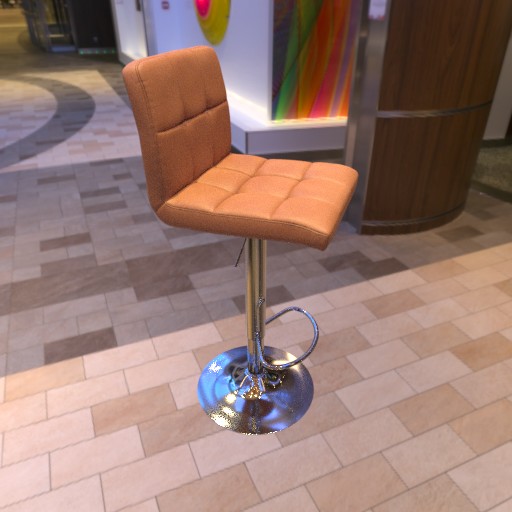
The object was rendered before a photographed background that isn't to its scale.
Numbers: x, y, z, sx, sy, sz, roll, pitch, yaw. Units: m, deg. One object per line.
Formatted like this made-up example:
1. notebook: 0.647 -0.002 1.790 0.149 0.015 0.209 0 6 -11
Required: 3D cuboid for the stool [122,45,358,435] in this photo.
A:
1. stool: 0.000 0.000 1.340 0.505 1.115 0.430 11 33 17
